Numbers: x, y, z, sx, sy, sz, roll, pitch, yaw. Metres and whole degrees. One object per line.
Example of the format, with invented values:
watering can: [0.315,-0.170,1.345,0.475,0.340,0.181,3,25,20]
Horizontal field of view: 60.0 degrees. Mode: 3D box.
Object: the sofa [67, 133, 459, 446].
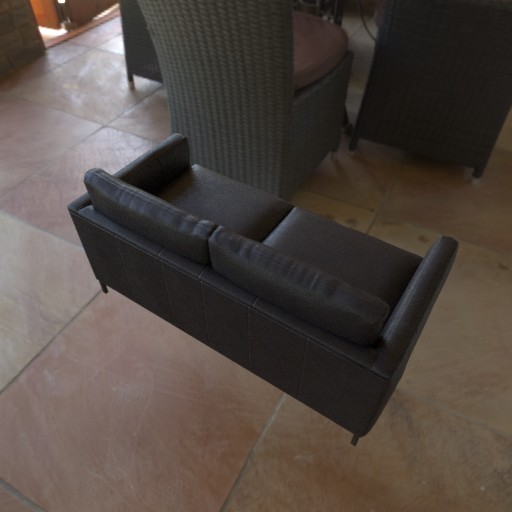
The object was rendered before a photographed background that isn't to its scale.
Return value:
sofa: [0.000,0.000,2.348,1.805,0.883,0.947,24,51,21]
